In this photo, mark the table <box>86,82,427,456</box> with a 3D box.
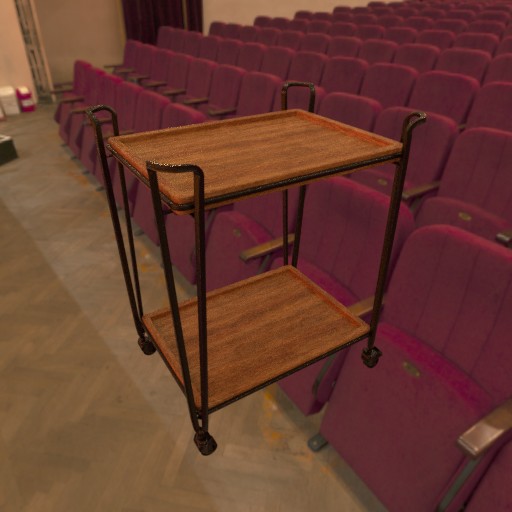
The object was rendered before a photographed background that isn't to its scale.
[{"bbox_3d":[0.000,0.000,1.227,0.672,0.785,0.505,-18,36,-27],"label":"table"}]
